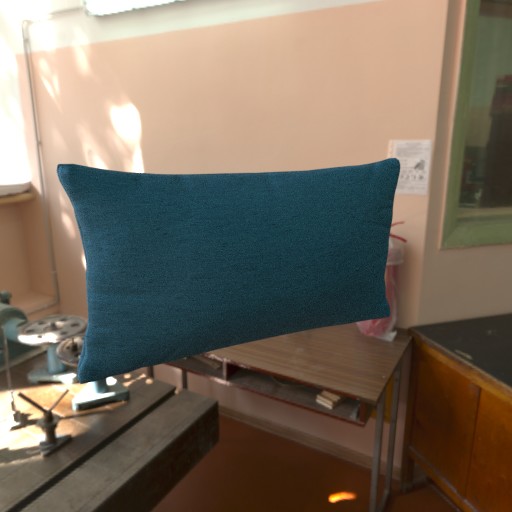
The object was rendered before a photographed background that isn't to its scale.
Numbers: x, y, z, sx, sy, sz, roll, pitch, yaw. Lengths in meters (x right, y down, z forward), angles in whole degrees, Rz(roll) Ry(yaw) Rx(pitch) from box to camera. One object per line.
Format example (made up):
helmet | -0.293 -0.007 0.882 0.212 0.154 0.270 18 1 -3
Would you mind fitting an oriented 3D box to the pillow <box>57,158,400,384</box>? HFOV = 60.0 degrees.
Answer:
pillow | 0.000 0.000 0.798 0.633 0.338 0.210 -7 16 -26
